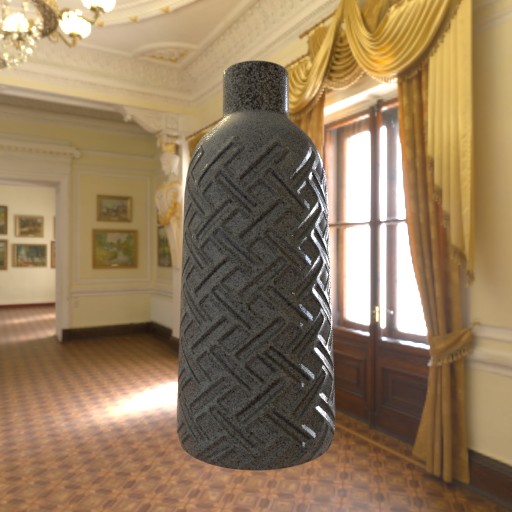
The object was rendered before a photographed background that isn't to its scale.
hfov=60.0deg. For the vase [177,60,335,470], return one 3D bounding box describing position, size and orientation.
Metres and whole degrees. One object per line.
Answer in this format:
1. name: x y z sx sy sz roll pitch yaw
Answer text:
1. vase: 0.000 0.000 0.345 0.122 0.282 0.122 0 0 0
